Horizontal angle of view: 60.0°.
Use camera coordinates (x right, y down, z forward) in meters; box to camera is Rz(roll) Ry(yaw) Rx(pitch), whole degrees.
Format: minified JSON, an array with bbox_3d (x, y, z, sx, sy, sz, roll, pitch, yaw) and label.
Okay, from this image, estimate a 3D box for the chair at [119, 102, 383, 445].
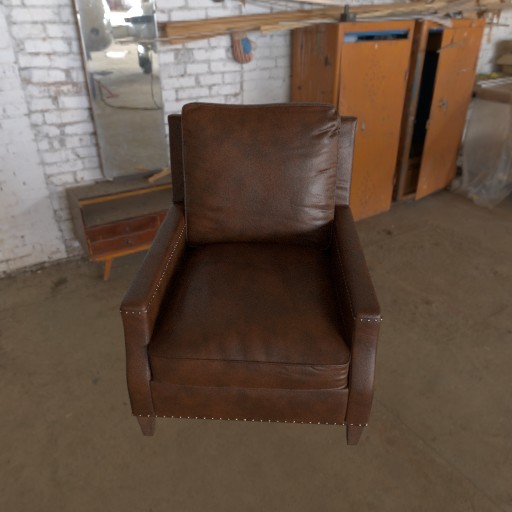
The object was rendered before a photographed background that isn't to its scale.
[{"bbox_3d":[0.000,0.000,1.795,0.854,1.054,1.035,2,30,3],"label":"chair"}]
